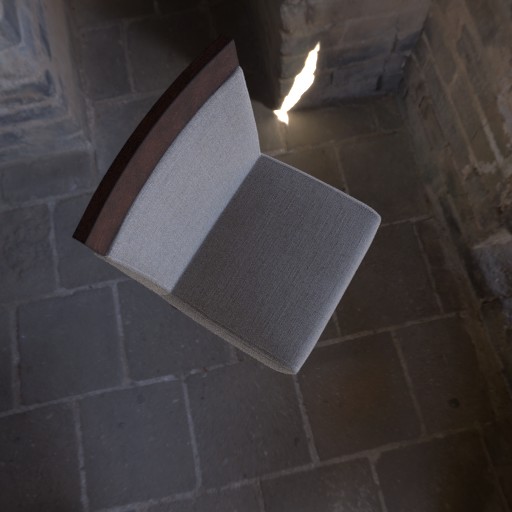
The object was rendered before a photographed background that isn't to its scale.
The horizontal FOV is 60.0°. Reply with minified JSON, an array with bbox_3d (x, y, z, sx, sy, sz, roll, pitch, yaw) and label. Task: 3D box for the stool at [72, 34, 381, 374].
[{"bbox_3d":[0.000,0.000,1.303,0.531,1.009,0.512,30,77,8],"label":"stool"}]
